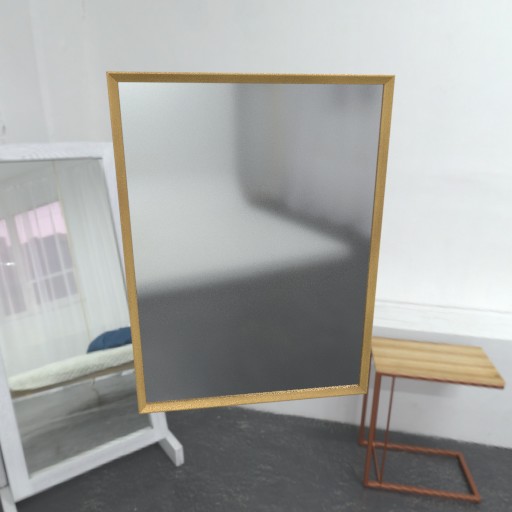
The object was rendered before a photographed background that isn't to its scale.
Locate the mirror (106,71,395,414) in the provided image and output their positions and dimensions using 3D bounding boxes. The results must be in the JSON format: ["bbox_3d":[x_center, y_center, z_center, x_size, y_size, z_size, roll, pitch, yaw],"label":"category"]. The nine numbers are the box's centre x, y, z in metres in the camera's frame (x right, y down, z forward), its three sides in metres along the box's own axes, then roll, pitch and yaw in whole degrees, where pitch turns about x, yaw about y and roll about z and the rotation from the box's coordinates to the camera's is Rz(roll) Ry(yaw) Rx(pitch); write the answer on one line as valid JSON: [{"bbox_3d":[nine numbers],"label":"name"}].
[{"bbox_3d":[0.000,0.000,1.332,0.762,1.016,0.041,-3,18,-8],"label":"mirror"}]
